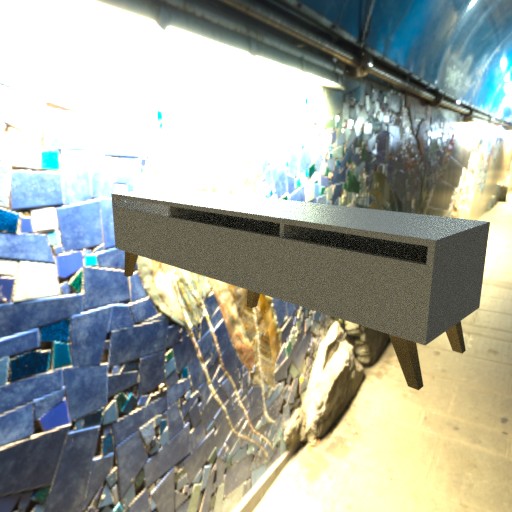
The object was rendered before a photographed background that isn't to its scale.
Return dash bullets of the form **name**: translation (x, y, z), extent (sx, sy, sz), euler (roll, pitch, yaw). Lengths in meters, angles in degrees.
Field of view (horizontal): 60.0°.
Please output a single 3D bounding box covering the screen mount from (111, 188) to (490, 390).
- **screen mount**: translation (0.000, 0.000, 1.846), extent (1.644, 0.432, 0.399), euler (13, 19, 43)
